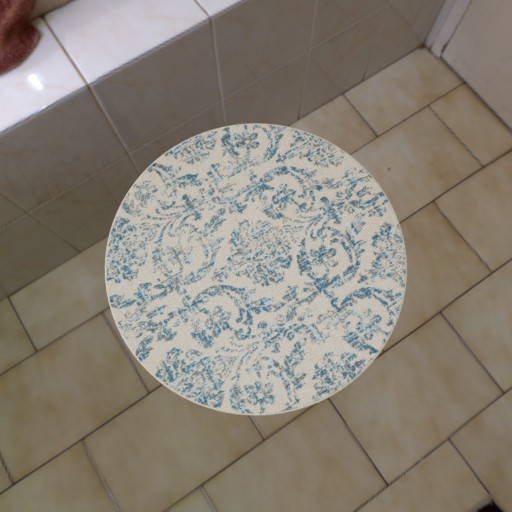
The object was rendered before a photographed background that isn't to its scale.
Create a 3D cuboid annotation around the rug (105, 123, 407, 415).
[{"bbox_3d":[0.000,0.000,2.345,1.593,0.012,1.593,0,74,0],"label":"rug"}]
